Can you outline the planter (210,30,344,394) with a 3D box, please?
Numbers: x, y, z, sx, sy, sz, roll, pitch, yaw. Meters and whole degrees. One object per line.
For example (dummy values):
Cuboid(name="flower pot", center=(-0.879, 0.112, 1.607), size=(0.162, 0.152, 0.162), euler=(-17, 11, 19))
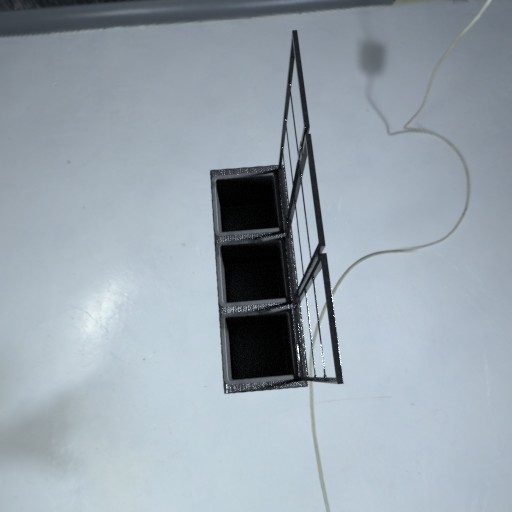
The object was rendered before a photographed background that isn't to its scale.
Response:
Cuboid(name="planter", center=(0.000, 0.000, 1.179), size=(0.244, 0.841, 0.698), euler=(-5, 75, -1))
